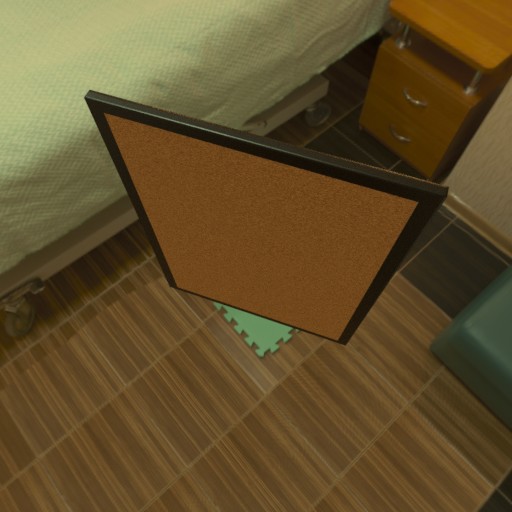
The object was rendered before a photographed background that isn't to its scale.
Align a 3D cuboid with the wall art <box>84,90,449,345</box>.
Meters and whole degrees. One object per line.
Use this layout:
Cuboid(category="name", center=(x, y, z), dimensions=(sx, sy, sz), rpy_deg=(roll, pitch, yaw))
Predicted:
Cuboid(category="wall art", center=(0.000, 0.000, 0.852), dimensions=(0.480, 0.657, 0.016), rpy_deg=(17, 65, 8))
